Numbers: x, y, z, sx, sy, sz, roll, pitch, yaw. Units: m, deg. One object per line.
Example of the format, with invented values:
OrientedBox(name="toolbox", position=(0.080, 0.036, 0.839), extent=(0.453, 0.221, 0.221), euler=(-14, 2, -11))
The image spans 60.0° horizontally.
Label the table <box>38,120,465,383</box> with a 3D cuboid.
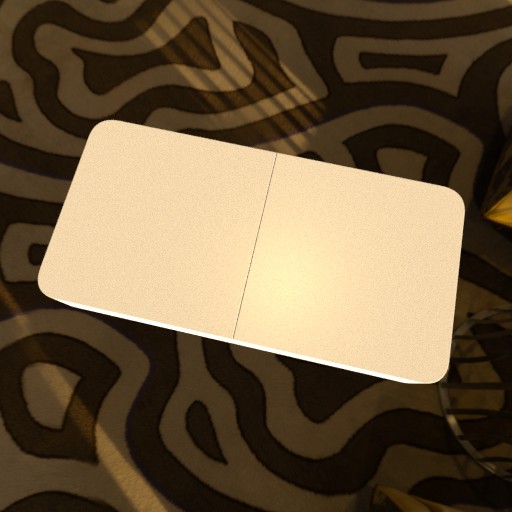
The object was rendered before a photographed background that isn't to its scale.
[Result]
OrientedBox(name="table", position=(0.000, 0.000, 1.489), extent=(1.200, 0.340, 0.600), euler=(12, 75, 3))
